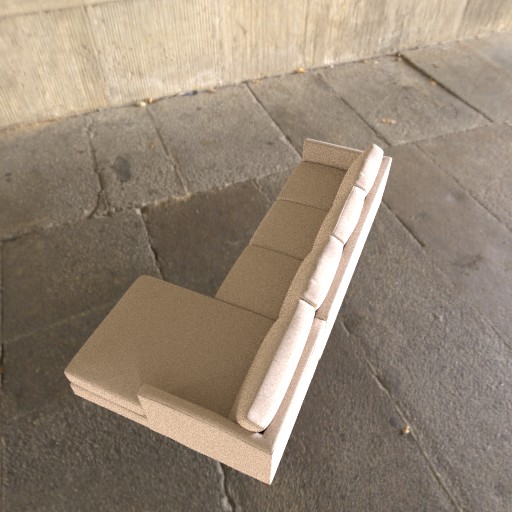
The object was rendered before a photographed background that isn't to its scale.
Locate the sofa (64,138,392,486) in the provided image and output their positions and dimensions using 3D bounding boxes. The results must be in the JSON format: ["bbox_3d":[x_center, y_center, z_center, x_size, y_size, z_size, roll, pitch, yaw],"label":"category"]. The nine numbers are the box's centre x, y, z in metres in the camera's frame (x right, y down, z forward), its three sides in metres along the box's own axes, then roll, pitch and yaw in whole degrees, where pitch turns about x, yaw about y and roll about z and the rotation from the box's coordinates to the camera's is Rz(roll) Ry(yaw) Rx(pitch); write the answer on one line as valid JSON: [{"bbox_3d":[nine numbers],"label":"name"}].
[{"bbox_3d":[0.000,0.000,3.895,1.625,0.861,3.186,18,50,16],"label":"sofa"}]
